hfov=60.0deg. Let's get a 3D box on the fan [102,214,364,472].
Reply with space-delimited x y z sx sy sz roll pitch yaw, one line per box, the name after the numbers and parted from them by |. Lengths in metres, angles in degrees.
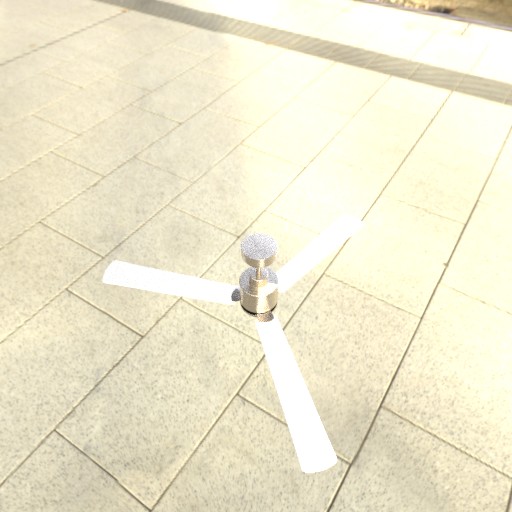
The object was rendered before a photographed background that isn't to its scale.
0.000 0.000 2.334 1.561 0.446 1.531 24 52 20 | fan
